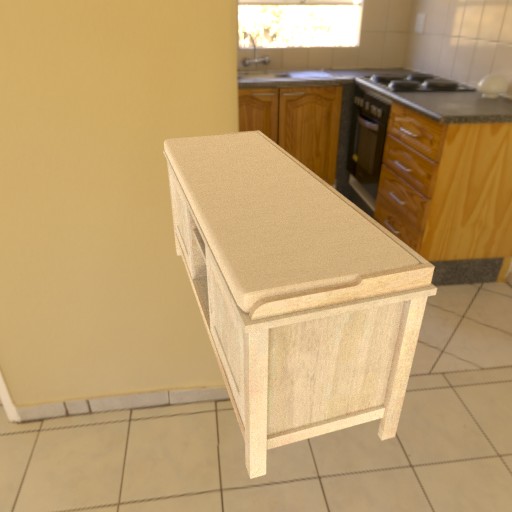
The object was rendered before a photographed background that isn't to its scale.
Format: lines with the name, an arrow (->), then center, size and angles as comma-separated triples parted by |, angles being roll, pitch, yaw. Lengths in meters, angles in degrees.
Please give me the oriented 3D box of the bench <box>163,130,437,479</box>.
bench -> 0.000, 0.000, 1.402 | 0.398, 0.501, 1.140 | -9, 31, -15
